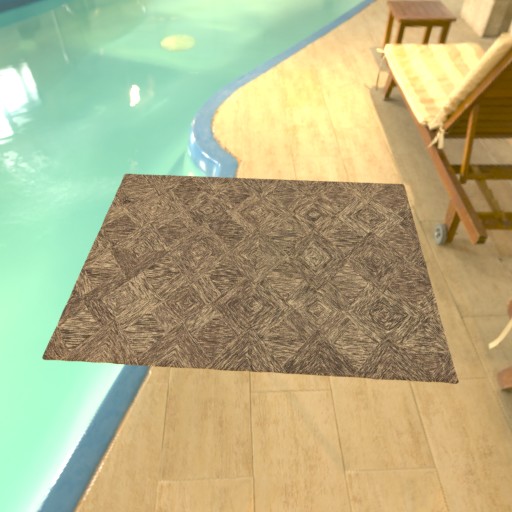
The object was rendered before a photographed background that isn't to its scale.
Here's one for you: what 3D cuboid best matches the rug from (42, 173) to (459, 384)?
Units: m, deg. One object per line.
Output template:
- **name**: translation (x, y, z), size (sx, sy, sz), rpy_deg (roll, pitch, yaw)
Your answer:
- **rug**: translation (0.000, 0.000, 4.225), size (3.204, 0.017, 2.448), rpy_deg (3, 46, 3)
